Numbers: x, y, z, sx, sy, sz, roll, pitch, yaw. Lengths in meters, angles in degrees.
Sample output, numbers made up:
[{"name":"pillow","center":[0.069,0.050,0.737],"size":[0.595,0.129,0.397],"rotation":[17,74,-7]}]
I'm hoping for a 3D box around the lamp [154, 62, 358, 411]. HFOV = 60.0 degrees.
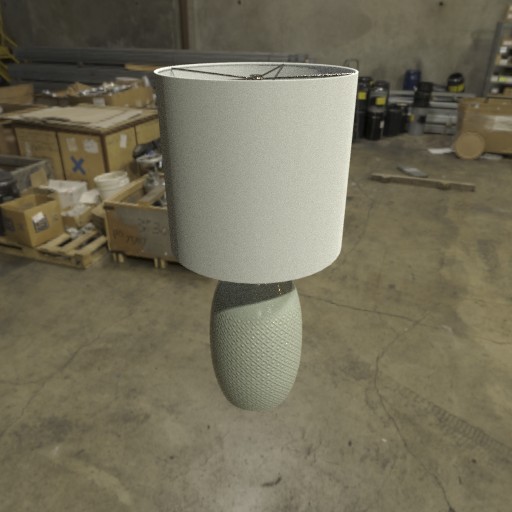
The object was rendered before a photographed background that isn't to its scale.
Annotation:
[{"name":"lamp","center":[0.000,0.000,0.582],"size":[0.217,0.453,0.217],"rotation":[9,29,17]}]
